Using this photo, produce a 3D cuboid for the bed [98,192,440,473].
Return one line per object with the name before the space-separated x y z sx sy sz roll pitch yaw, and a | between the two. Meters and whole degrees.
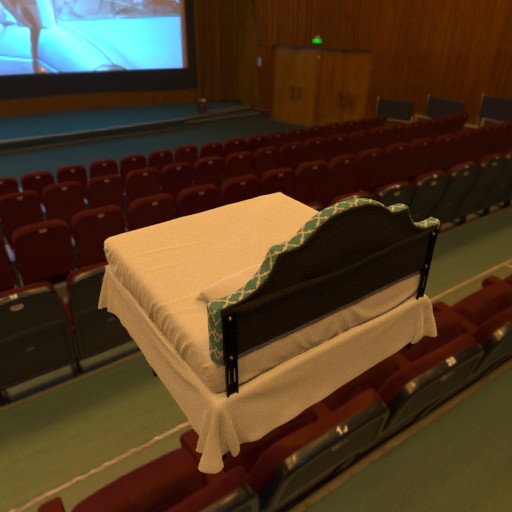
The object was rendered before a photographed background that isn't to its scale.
bed | 0.000 0.000 3.720 2.314 1.601 2.222 -19 35 -30
